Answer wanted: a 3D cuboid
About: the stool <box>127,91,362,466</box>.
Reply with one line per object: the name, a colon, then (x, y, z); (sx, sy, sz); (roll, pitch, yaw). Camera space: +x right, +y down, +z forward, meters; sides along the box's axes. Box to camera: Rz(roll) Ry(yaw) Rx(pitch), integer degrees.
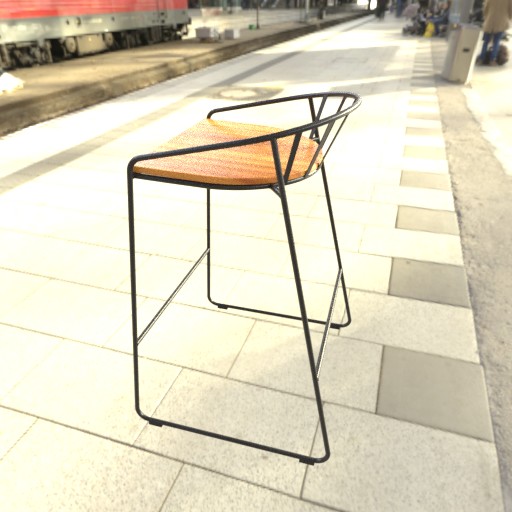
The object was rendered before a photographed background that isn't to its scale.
stool: (0.000, 0.000, 1.158); (0.521, 0.812, 0.546); (8, 32, 14)
